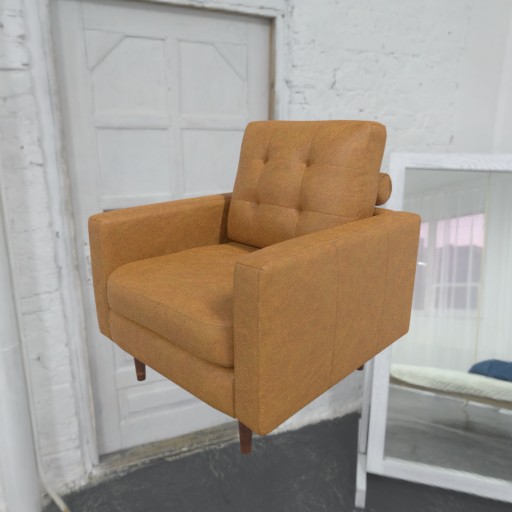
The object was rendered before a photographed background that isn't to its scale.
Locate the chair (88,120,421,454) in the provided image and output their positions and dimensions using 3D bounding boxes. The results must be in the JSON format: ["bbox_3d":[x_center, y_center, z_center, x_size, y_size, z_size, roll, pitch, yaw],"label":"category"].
[{"bbox_3d":[0.000,0.000,1.523,0.831,0.896,0.868,15,22,41],"label":"chair"}]
